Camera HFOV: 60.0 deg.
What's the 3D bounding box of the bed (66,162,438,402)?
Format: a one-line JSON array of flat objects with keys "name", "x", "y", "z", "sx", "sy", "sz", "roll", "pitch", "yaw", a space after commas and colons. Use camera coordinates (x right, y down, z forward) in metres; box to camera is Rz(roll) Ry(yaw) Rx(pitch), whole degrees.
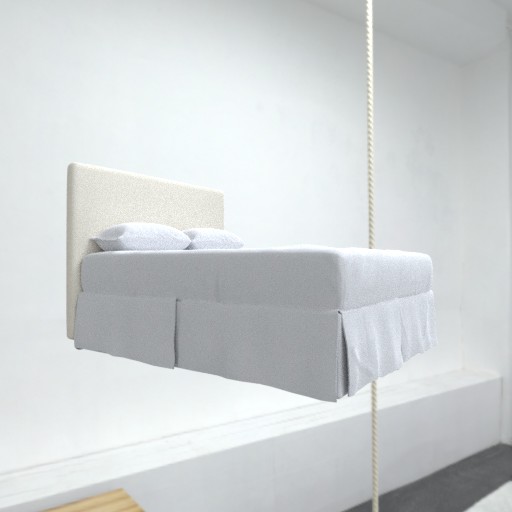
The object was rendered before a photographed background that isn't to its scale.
[{"name": "bed", "x": 0.000, "y": 0.000, "z": 3.176, "sx": 2.142, "sy": 1.330, "sz": 1.713, "roll": 0, "pitch": -1, "yaw": 35}]
